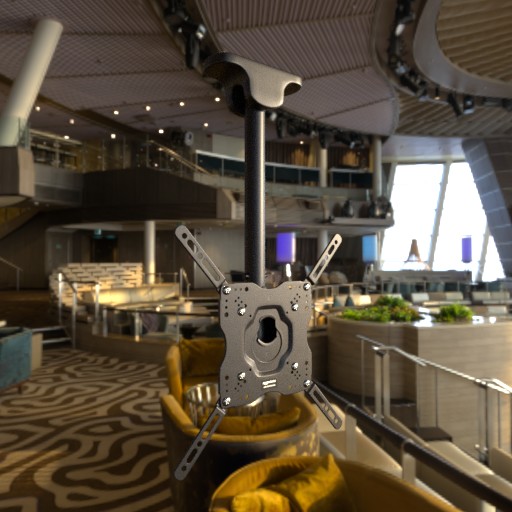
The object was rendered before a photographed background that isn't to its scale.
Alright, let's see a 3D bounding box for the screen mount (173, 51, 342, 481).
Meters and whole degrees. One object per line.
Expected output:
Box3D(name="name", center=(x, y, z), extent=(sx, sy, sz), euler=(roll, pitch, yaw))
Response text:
Box3D(name="screen mount", center=(0.000, 0.000, 0.866), extent=(0.393, 0.729, 0.090), euler=(1, -1, -37))
